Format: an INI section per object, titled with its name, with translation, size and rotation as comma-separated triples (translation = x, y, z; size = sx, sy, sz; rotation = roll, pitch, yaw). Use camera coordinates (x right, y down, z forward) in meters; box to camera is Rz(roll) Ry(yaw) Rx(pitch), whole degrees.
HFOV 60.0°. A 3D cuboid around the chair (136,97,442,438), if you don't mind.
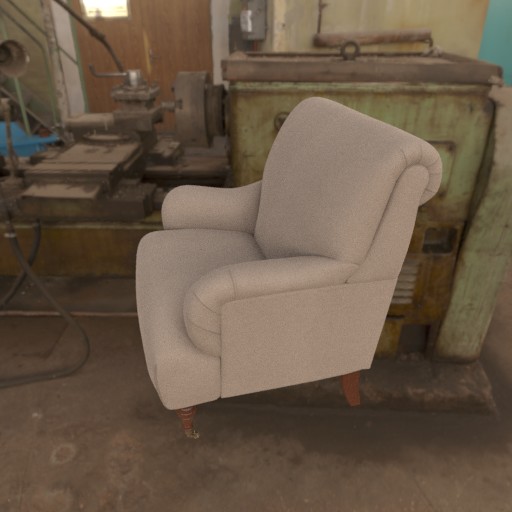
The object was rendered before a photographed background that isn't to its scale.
[chair]
translation = 0.000, 0.000, 1.547
size = 0.842, 0.942, 0.766
rotation = -8, 30, -13
